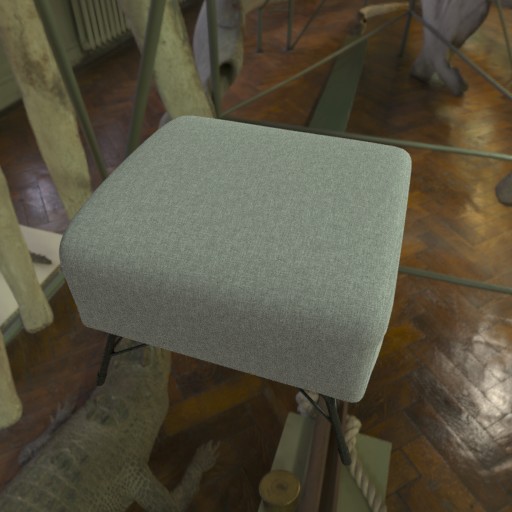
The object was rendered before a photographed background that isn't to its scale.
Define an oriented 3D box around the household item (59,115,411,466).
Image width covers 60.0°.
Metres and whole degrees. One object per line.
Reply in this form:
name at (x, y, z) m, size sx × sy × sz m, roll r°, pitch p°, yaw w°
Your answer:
household item at (0.000, 0.000, 0.898) m, size 0.530 × 0.410 × 0.530 m, roll 13°, pitch 44°, yaw 13°
